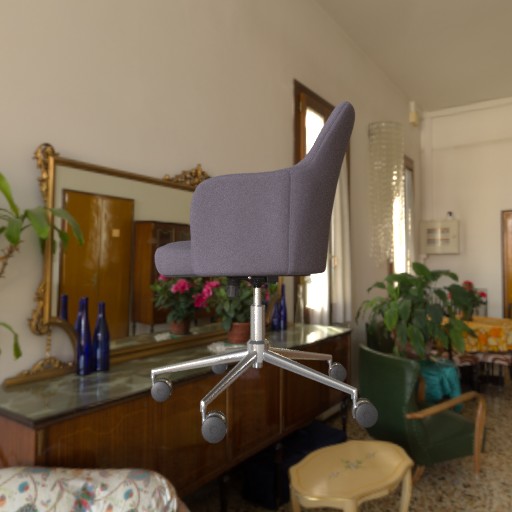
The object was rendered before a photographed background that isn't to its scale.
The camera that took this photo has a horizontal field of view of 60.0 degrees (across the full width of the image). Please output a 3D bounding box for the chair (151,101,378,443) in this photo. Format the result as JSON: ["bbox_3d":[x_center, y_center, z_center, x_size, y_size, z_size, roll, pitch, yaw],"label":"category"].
[{"bbox_3d":[0.000,0.000,1.288,0.600,0.820,0.655,0,-1,-1],"label":"chair"}]
